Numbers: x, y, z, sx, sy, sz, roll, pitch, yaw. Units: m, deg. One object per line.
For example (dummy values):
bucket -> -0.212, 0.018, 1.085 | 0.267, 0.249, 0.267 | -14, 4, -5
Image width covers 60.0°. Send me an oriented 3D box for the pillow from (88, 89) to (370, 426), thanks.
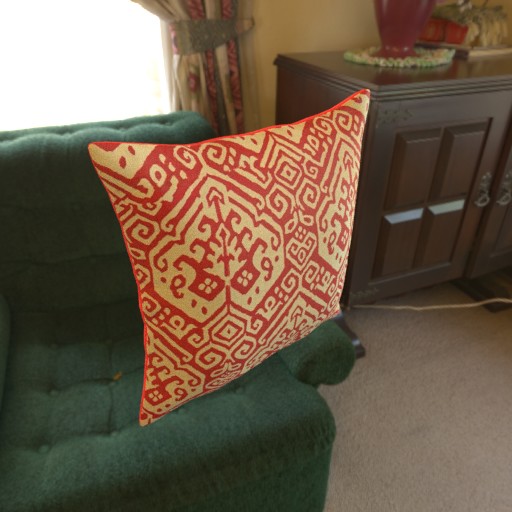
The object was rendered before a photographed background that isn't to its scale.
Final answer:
pillow -> 0.000, 0.000, 0.789 | 0.522, 0.507, 0.192 | -23, 38, -33
